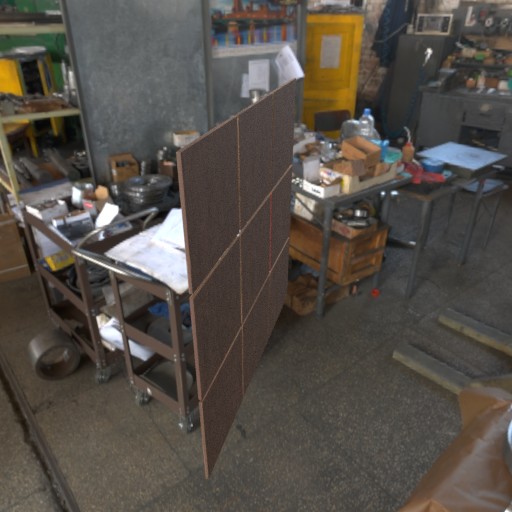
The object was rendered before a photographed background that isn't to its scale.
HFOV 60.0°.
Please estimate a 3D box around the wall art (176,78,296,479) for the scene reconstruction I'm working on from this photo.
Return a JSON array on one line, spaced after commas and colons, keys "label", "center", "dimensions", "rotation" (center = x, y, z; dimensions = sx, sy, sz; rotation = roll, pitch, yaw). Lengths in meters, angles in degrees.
[{"label": "wall art", "center": [0.000, 0.000, 2.292], "dimensions": [0.014, 1.525, 1.527], "rotation": [9, 31, 15]}]
